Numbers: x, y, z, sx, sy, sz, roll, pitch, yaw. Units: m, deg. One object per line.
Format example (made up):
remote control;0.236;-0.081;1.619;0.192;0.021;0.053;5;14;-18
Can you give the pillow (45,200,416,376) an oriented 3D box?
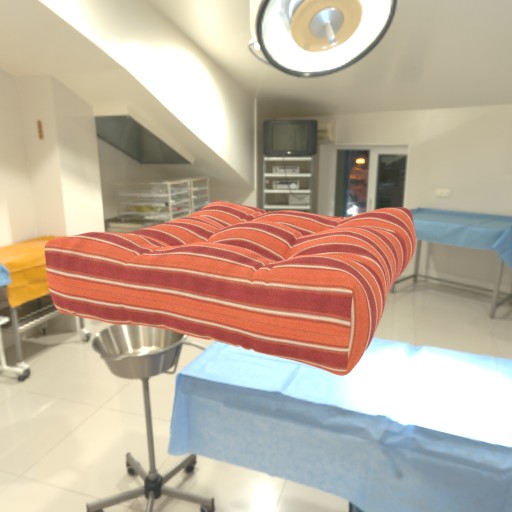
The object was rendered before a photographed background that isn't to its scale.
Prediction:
pillow;0.000;0.000;0.744;0.468;0.133;0.490;7;16;24
